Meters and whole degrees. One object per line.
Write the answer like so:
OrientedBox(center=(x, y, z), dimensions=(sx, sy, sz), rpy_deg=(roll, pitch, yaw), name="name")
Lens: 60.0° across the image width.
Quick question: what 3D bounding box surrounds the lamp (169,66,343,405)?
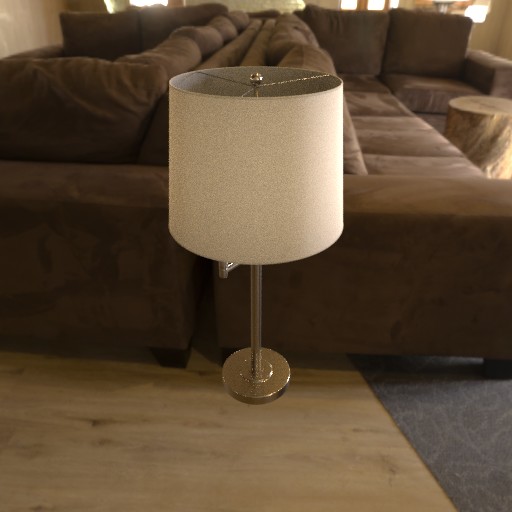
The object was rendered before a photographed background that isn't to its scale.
OrientedBox(center=(0.000, 0.000, 0.901), dimensions=(0.333, 0.696, 0.333), rpy_deg=(0, 31, 0), name="lamp")
